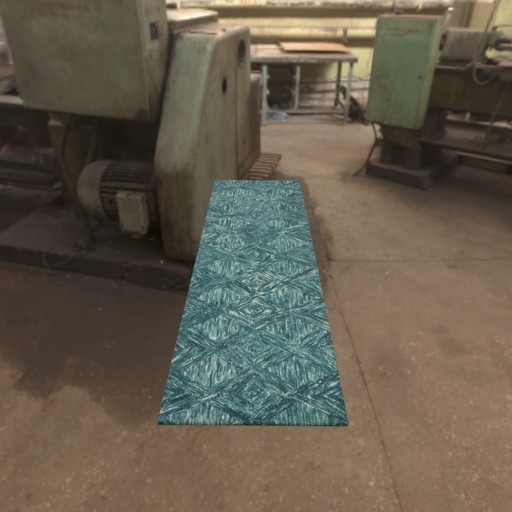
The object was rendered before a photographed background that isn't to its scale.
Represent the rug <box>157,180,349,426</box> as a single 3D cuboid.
[{"bbox_3d":[0.000,0.000,2.533,0.676,0.016,2.286,0,31,0],"label":"rug"}]
